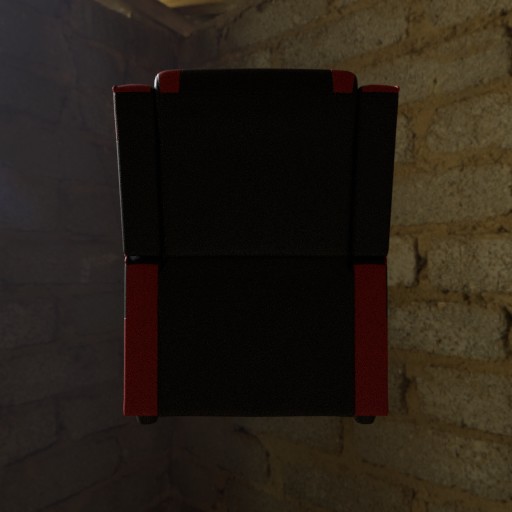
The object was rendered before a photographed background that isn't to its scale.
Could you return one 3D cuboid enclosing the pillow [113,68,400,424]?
[{"bbox_3d":[0.000,0.000,1.260,0.620,0.805,0.672,0,-1,0],"label":"pillow"}]
